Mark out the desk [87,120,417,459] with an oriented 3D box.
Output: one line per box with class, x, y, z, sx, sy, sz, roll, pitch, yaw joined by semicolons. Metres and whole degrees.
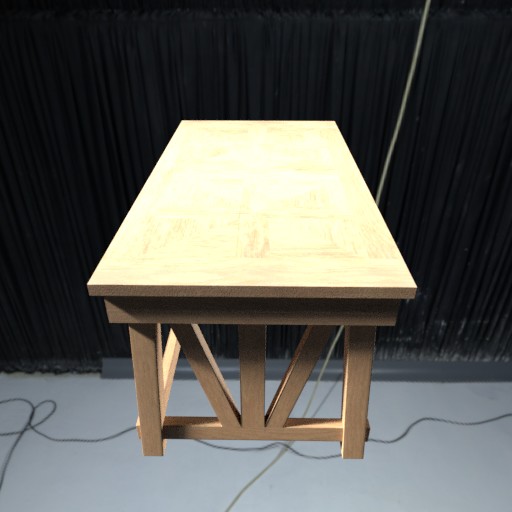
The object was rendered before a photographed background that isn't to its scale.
desk;0.000;0.000;1.927;0.813;0.762;1.499;0;32;1
